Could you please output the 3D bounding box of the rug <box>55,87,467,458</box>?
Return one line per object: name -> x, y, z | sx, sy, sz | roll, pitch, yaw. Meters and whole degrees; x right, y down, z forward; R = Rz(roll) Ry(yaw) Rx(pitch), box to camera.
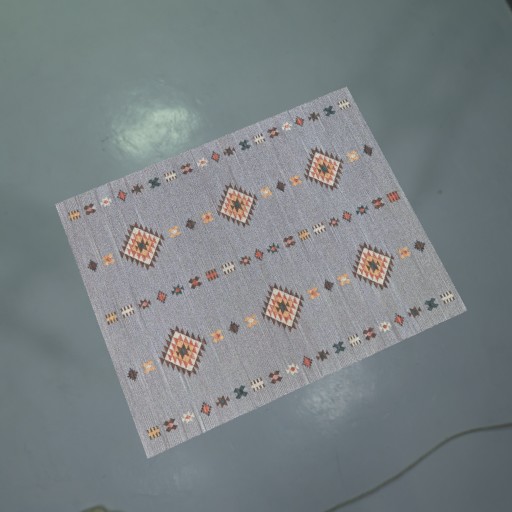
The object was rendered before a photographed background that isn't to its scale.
rug -> 0.000, 0.000, 4.044 | 3.035, 0.008, 2.425 | -23, 79, -5
